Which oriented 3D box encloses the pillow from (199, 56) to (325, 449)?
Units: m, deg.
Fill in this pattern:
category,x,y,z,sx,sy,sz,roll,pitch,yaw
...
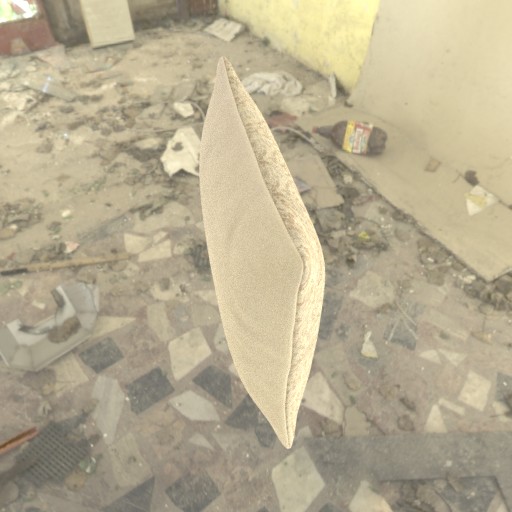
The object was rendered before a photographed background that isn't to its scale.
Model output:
category,x,y,z,sx,sy,sz,roll,pitch,yaw
pillow,0.000,0.000,0.808,0.166,0.510,0.523,-9,48,-8
